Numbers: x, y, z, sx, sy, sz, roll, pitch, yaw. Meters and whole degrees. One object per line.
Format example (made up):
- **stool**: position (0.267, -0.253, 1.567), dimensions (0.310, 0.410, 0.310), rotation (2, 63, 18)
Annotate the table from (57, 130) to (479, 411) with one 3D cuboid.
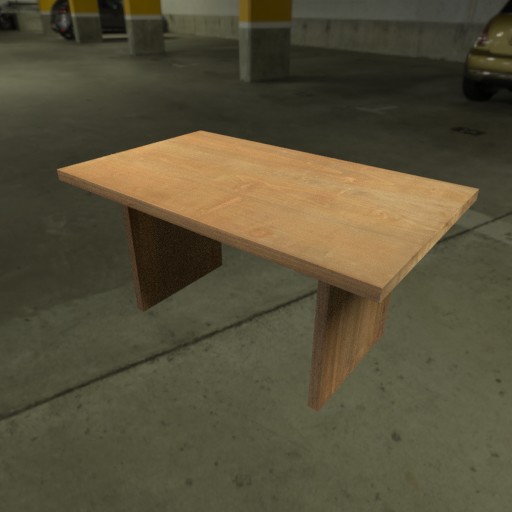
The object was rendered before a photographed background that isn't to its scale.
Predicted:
- **table**: position (0.000, 0.000, 2.138), dimensions (1.609, 0.780, 0.946), rotation (21, 36, 33)
